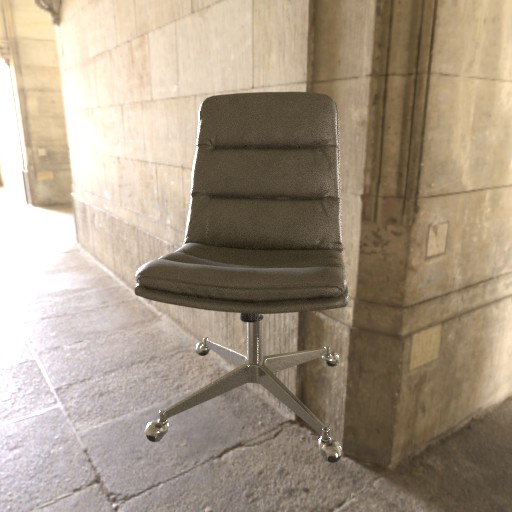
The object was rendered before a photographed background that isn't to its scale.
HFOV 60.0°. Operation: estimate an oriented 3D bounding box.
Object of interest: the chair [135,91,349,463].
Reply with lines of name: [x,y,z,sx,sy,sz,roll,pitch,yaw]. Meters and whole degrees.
chair: [0.000,0.000,1.021,0.422,0.738,0.485,2,16,8]
